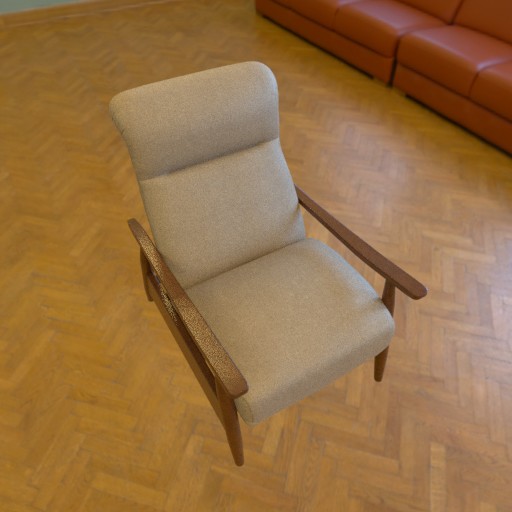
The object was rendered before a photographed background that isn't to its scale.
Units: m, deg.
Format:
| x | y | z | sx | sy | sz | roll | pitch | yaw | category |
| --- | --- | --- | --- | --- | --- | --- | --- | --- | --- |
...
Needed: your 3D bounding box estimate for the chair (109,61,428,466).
| x | y | z | sx | sy | sz | roll | pitch | yaw | category |
| --- | --- | --- | --- | --- | --- | --- | --- | --- | --- |
| 0.000 | 0.000 | 1.735 | 0.762 | 1.082 | 1.030 | -23 | 50 | -21 | chair |
